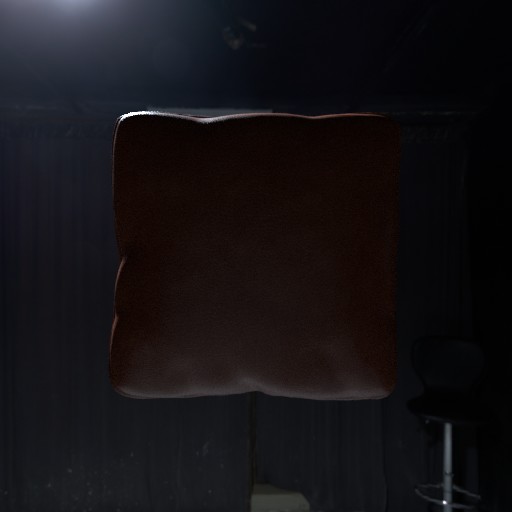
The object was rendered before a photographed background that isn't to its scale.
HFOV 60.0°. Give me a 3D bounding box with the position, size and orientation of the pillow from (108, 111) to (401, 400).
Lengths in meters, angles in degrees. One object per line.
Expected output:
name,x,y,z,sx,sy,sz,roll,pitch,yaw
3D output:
pillow,0.000,0.000,0.811,0.532,0.523,0.236,0,-1,-1
